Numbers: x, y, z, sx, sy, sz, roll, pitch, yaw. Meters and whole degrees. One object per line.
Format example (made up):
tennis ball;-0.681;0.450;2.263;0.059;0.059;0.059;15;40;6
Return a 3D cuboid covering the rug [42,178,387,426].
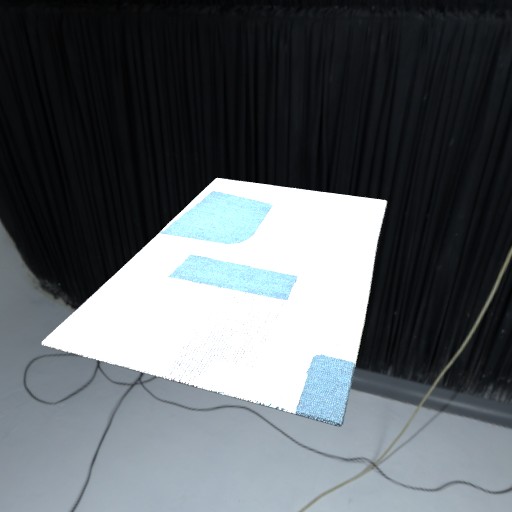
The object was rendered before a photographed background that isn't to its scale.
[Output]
rug;0.000;0.000;2.387;1.238;0.020;1.847;10;34;16
